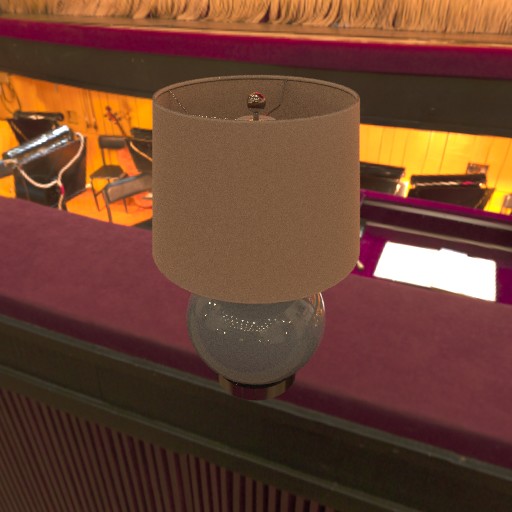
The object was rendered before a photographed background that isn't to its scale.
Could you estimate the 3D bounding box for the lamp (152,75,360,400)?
[{"bbox_3d":[0.000,0.000,0.549,0.247,0.387,0.247,0,32,0],"label":"lamp"}]
